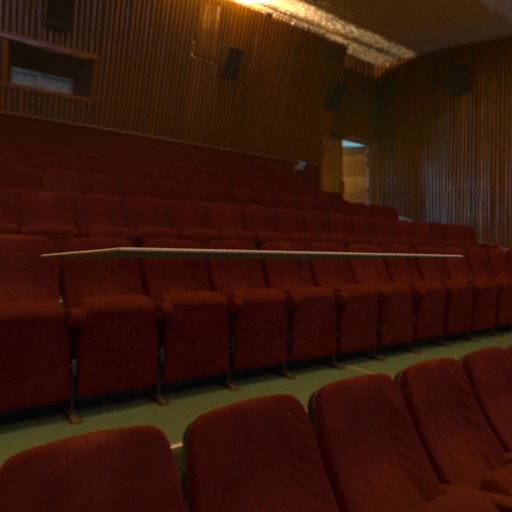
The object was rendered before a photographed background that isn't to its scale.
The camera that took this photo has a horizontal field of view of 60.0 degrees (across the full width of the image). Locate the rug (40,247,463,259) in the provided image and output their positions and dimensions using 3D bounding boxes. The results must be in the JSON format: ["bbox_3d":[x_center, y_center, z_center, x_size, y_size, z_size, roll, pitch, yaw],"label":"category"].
[{"bbox_3d":[0.000,0.000,2.316,1.847,0.012,1.224,1,-1,-36],"label":"rug"}]
